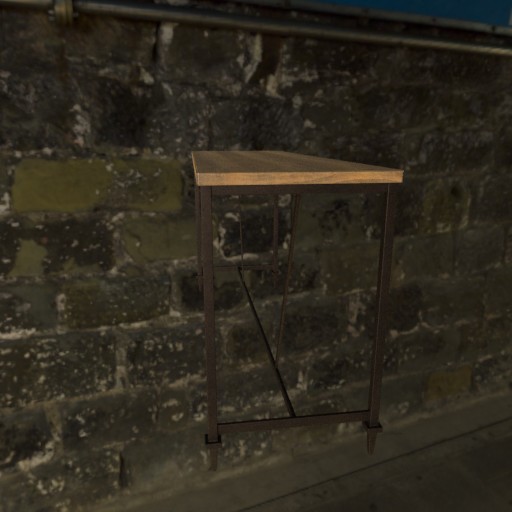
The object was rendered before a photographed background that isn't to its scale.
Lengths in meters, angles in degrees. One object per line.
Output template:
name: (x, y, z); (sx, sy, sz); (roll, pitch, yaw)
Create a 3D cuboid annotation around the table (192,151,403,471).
table: (0.000, 0.000, 2.065); (0.551, 0.902, 1.700); (-2, 15, -8)
